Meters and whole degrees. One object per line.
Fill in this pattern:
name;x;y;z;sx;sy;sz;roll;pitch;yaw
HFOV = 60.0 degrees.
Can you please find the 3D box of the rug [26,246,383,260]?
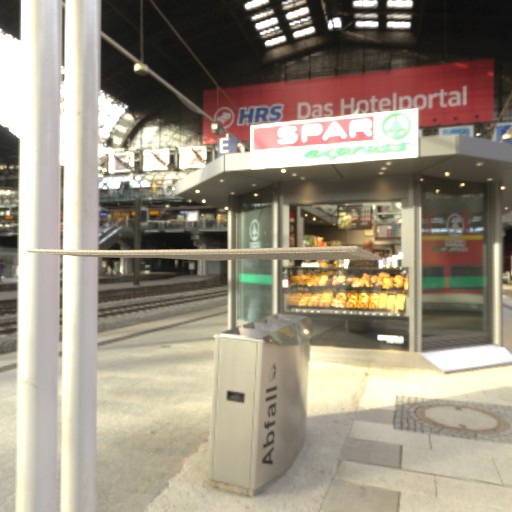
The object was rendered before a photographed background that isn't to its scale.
rug;0.000;0.000;2.363;1.252;0.034;1.829;0;-1;18
